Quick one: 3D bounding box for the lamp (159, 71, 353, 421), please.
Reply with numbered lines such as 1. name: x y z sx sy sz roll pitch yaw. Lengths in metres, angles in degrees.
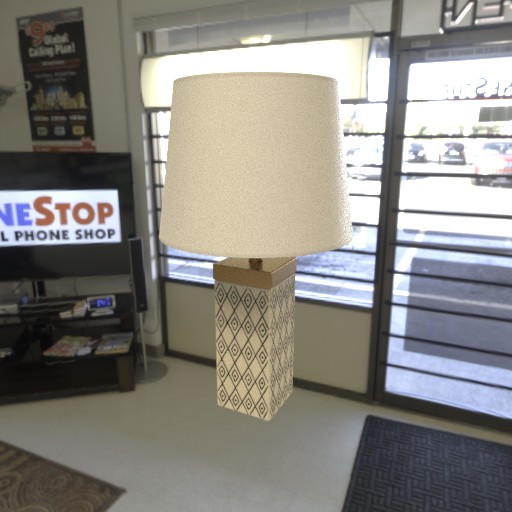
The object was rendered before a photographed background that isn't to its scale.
1. lamp: 0.000 0.000 0.595 0.251 0.435 0.251 0 15 0
